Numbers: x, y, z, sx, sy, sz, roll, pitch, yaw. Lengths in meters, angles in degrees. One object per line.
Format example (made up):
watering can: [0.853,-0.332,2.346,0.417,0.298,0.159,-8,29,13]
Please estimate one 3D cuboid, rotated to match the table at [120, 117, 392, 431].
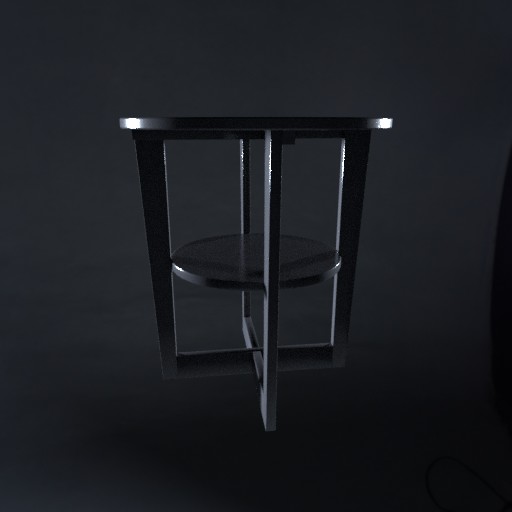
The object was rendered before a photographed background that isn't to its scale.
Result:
table: [0.000,0.000,0.926,0.500,0.550,0.500,0,17,0]
